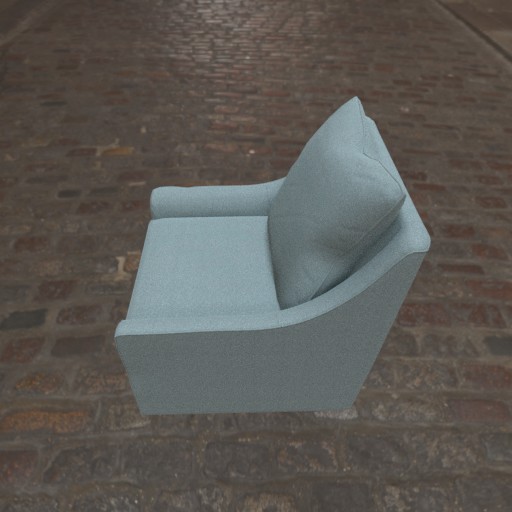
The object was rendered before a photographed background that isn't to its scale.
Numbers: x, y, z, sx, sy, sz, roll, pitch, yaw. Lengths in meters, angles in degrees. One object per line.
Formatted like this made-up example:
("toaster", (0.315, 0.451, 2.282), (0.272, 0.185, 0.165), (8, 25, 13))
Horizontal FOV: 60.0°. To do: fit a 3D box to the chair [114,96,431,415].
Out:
("chair", (0.000, 0.000, 1.597), (0.870, 0.926, 0.760), (-1, 43, -1))
